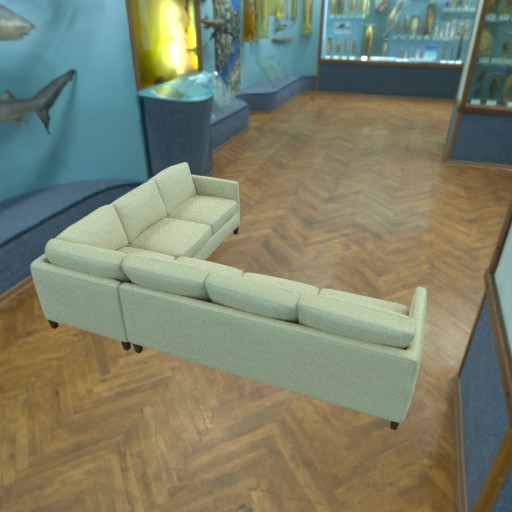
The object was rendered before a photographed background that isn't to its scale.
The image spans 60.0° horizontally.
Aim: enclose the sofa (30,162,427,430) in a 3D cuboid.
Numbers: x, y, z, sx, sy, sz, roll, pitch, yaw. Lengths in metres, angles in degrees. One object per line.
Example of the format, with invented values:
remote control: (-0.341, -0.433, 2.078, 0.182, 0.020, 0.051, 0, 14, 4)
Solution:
sofa: (0.000, 0.000, 4.493, 3.302, 0.947, 2.593, 11, 32, 18)
